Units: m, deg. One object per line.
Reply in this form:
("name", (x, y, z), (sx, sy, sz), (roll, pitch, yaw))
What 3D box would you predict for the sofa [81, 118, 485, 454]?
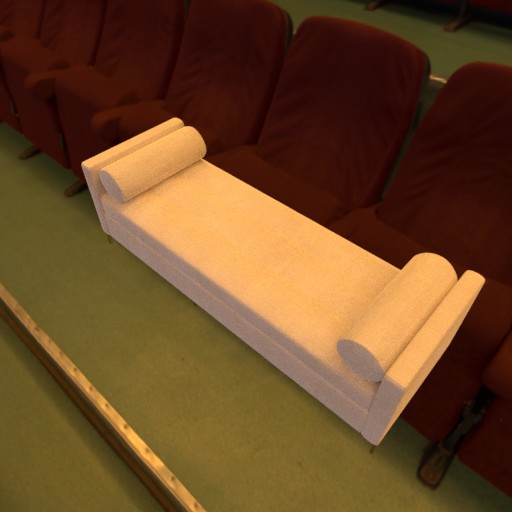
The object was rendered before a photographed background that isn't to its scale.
("sofa", (0.000, 0.000, 2.341), (1.981, 0.635, 0.686), (33, 55, 28))
